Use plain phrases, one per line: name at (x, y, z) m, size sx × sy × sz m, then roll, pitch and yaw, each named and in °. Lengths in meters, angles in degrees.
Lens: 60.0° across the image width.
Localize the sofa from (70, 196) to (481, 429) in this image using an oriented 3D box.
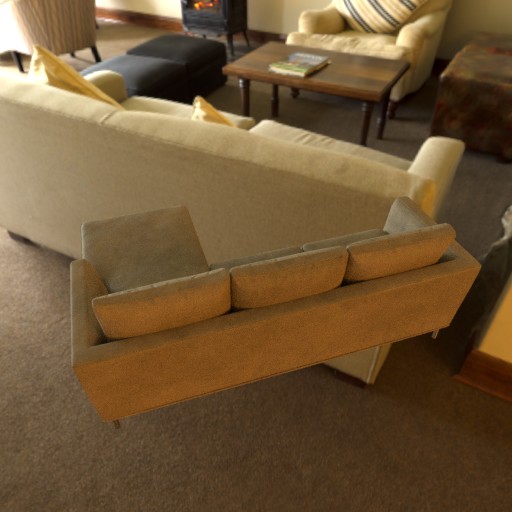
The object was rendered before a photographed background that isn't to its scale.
sofa at (0.000, 0.000, 3.206) m, size 2.438 × 0.987 × 1.622 m, roll -12°, pitch 42°, yaw -14°
